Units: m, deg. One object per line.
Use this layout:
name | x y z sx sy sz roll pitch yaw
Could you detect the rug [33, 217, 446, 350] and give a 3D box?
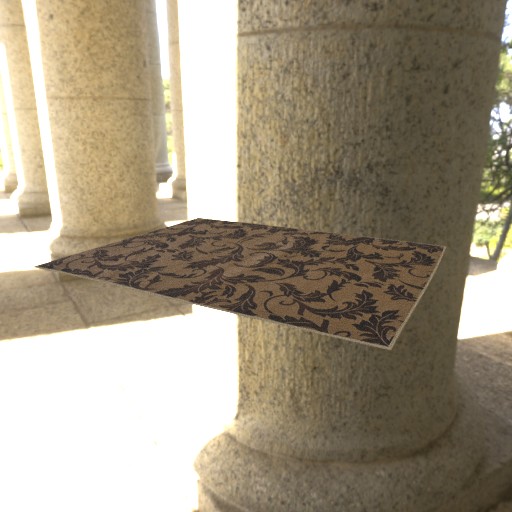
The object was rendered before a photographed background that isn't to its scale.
rug | 0.000 0.000 4.020 2.977 0.008 2.380 9 19 27
